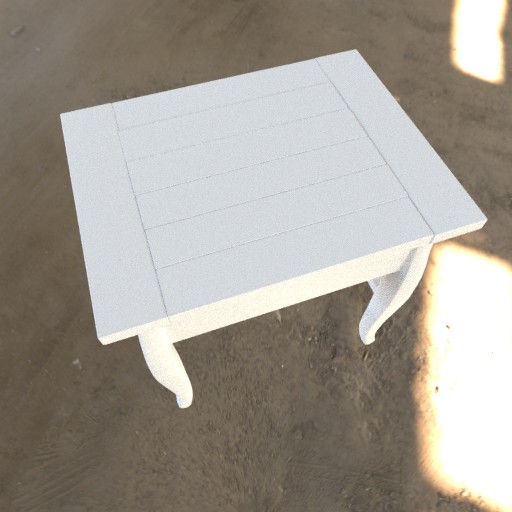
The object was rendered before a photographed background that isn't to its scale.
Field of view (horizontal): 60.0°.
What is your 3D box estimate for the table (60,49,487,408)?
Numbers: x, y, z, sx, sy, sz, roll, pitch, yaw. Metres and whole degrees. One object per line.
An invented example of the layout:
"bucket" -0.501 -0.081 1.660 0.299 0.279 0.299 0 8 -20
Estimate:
"table" 0.000 0.000 1.002 0.599 0.605 0.463 -16 60 -10
